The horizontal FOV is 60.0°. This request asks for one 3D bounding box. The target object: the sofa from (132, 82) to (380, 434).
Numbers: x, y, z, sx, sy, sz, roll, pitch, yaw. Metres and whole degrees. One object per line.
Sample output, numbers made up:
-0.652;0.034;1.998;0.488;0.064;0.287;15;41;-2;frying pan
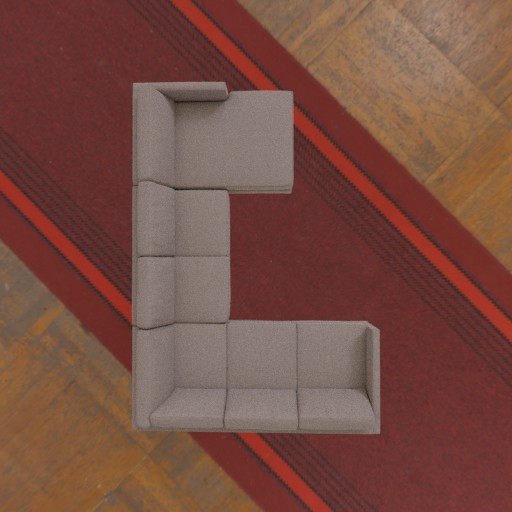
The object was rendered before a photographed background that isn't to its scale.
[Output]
0.000;0.000;4.558;2.424;0.865;3.438;0;89;2;sofa
